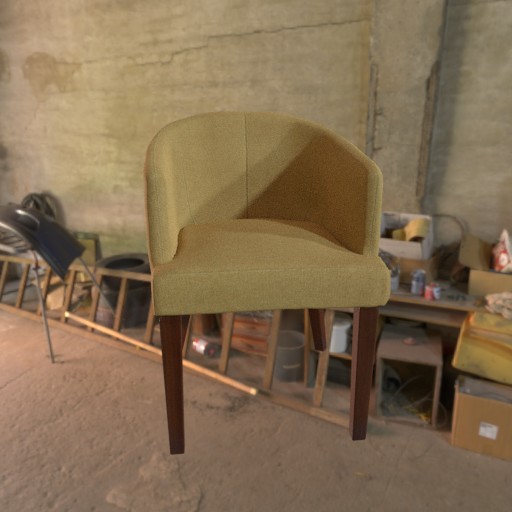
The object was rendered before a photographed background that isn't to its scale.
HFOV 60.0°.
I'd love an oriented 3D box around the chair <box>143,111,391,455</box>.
[{"bbox_3d":[0.000,0.000,1.262,0.583,0.811,0.655,-2,16,-7],"label":"chair"}]
